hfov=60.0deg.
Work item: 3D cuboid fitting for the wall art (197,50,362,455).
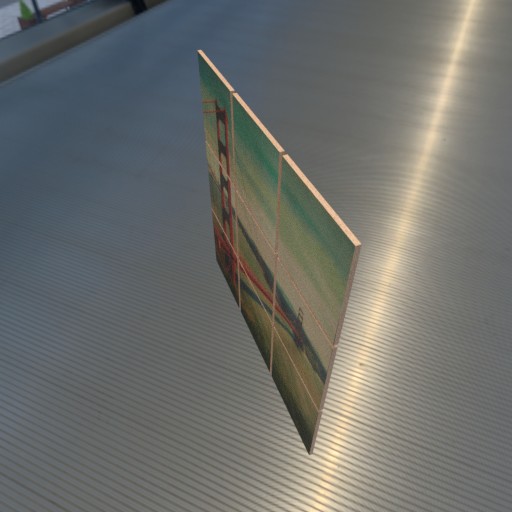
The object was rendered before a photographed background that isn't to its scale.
[{"bbox_3d":[0.000,0.000,1.363,0.012,0.910,0.917,-16,47,-15],"label":"wall art"}]
